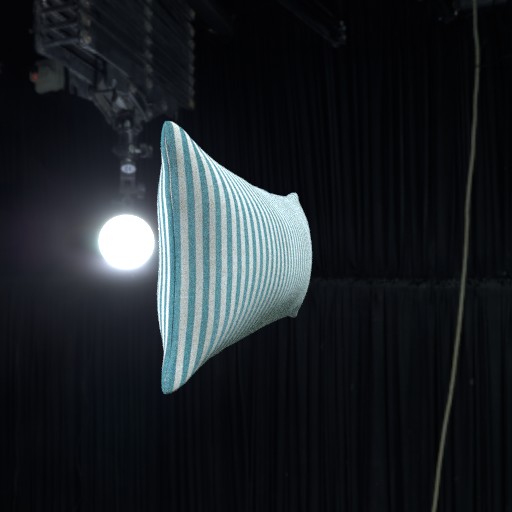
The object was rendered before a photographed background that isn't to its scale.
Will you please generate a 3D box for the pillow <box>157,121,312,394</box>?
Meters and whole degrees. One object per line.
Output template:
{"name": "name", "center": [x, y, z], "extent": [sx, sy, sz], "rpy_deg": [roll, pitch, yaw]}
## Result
{"name": "pillow", "center": [0.000, 0.000, 0.763], "extent": [0.151, 0.295, 0.617], "rpy_deg": [0, 0, 18]}
